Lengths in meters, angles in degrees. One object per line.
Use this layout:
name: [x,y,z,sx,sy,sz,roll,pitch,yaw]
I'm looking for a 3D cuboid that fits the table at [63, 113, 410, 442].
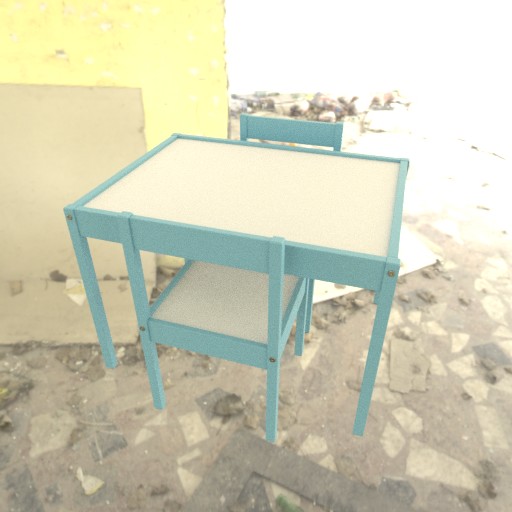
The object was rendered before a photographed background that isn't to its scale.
table: [0.000,0.000,1.090,0.639,0.503,0.633,10,35,15]
